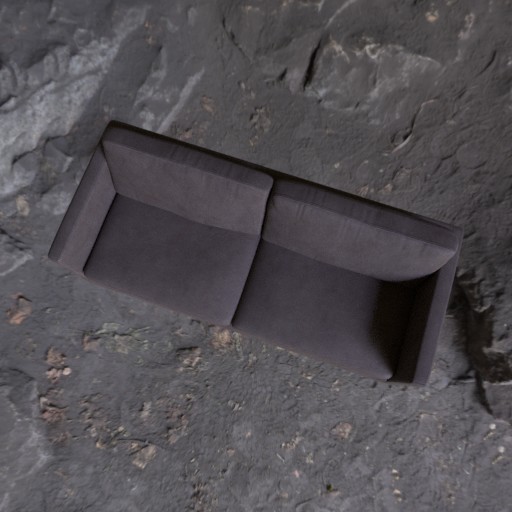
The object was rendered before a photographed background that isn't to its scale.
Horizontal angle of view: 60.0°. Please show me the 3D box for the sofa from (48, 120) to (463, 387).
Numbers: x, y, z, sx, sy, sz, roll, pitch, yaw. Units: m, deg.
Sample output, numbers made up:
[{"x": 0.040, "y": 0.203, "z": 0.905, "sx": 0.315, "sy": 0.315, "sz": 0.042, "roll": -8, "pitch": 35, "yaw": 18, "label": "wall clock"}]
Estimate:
[{"x": 0.000, "y": 0.000, "z": 2.752, "sx": 2.208, "sy": 0.965, "sz": 0.951, "roll": 18, "pitch": 77, "yaw": 4, "label": "sofa"}]
